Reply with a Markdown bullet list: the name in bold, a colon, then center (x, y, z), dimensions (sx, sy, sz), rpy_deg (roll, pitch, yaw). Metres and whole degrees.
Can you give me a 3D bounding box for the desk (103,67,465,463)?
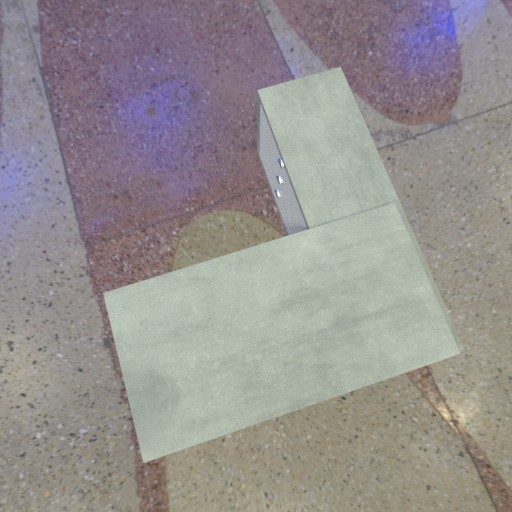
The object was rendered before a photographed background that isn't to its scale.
- **desk**: center (0.000, 0.000, 2.311), dimensions (1.400, 0.740, 1.500), rpy_deg (-17, 76, -5)
